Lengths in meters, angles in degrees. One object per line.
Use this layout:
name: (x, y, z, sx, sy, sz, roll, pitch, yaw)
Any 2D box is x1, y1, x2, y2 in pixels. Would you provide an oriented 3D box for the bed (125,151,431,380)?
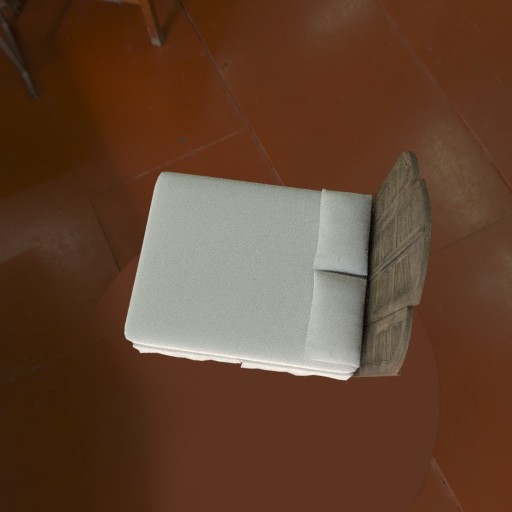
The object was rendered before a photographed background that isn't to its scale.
bed: (0.000, 0.000, 3.572, 2.138, 2.019, 1.713, 8, 74, 2)
